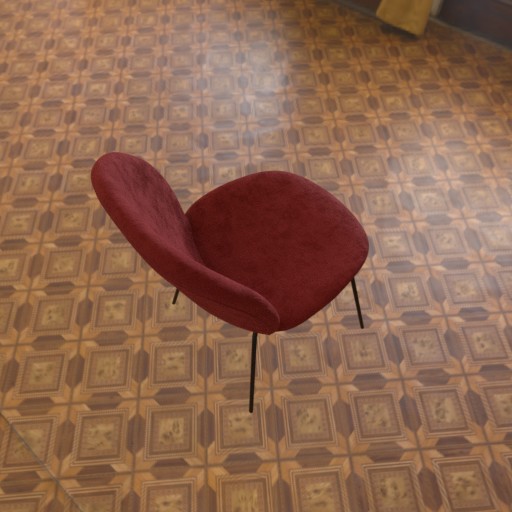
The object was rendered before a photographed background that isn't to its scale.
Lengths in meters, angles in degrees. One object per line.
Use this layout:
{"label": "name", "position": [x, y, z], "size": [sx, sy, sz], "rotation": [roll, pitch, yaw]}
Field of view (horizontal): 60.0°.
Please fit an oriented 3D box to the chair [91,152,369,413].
{"label": "chair", "position": [0.000, 0.000, 1.132], "size": [0.587, 0.791, 0.458], "rotation": [-32, 62, -19]}
